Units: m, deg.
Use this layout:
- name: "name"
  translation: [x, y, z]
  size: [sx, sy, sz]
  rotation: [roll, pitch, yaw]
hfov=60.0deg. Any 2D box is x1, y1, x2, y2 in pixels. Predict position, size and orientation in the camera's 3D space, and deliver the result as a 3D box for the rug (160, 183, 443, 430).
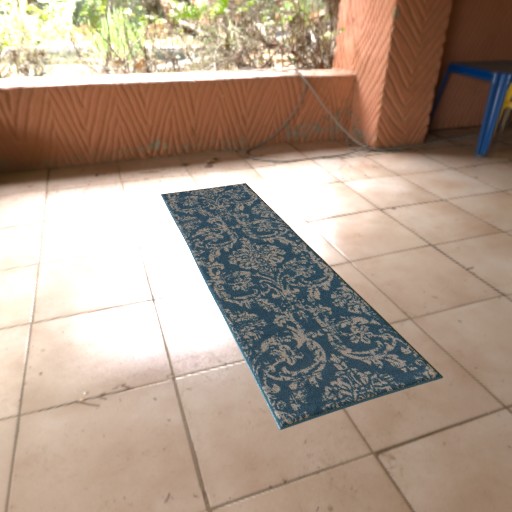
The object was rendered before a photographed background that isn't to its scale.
- name: "rug"
  translation: [0.000, 0.000, 2.436]
  size: [0.662, 0.011, 2.196]
  rotation: [-11, 31, -18]
